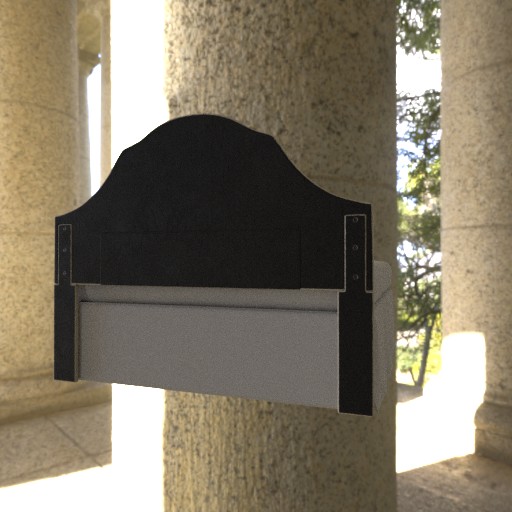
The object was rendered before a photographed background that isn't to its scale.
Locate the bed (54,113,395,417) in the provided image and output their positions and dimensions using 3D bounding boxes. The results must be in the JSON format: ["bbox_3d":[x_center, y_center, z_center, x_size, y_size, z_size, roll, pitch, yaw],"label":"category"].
[{"bbox_3d":[0.000,0.000,3.415,2.012,1.555,2.086,0,0,20],"label":"bed"}]
